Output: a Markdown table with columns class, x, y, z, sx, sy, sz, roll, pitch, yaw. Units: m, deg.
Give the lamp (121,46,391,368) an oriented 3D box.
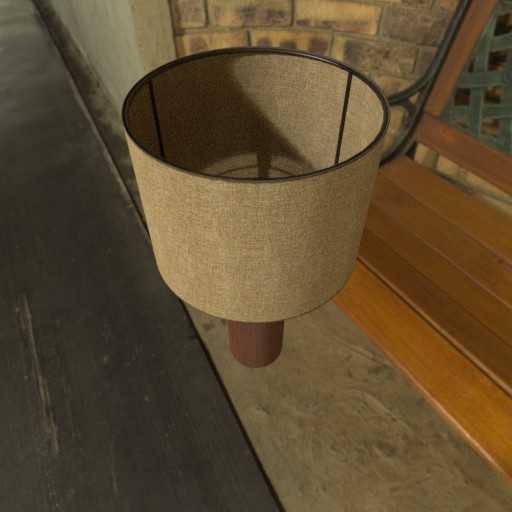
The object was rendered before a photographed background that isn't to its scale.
| class | x | y | z | sx | sy | sz | roll | pitch | yaw |
| --- | --- | --- | --- | --- | --- | --- | --- | --- | --- |
| lamp | 0.000 | 0.000 | 0.466 | 0.202 | 0.350 | 0.202 | 0 | 47 | 0 |
